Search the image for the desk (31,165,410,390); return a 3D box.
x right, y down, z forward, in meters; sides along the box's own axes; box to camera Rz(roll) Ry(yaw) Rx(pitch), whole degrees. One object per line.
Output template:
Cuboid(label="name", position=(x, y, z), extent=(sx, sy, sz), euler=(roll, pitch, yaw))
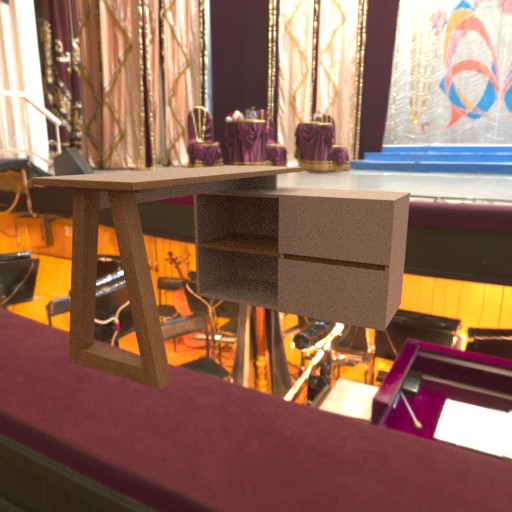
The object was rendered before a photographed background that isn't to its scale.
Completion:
Cuboid(label="desk", position=(0.000, 0.000, 2.040), extent=(1.098, 0.755, 1.404), euler=(7, 15, 27))
